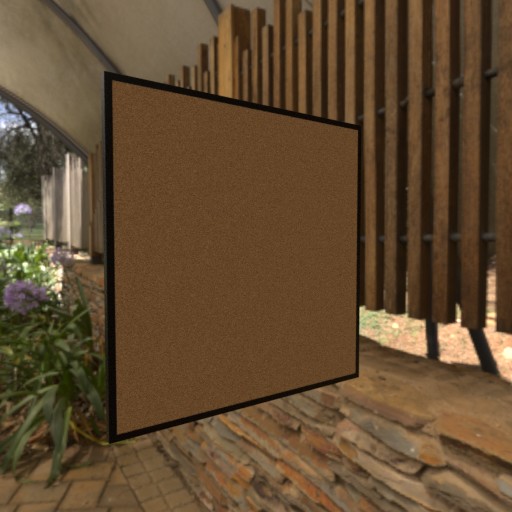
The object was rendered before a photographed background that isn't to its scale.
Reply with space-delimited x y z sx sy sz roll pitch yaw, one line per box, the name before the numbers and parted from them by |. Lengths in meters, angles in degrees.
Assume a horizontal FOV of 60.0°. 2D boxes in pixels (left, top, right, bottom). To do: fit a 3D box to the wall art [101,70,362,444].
wall art | 0.000 0.000 0.680 0.457 0.458 0.012 -2 3 -35
